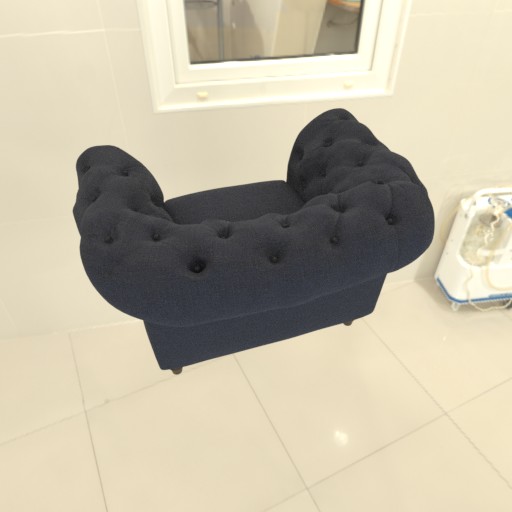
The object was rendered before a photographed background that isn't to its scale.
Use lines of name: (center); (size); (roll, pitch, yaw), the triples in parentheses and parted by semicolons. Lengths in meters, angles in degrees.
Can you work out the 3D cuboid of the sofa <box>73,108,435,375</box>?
sofa: (0.000, 0.000, 2.000); (1.405, 0.878, 1.032); (-13, 43, -14)
